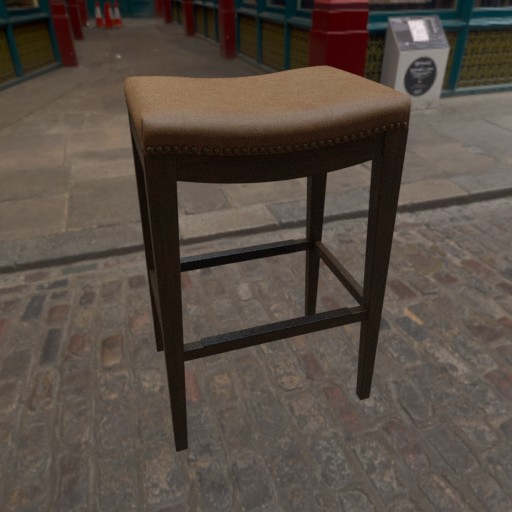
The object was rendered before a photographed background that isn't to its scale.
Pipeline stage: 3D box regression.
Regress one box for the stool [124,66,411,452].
[{"bbox_3d":[0.000,0.000,1.025,0.500,0.759,0.361,-10,33,-15],"label":"stool"}]
